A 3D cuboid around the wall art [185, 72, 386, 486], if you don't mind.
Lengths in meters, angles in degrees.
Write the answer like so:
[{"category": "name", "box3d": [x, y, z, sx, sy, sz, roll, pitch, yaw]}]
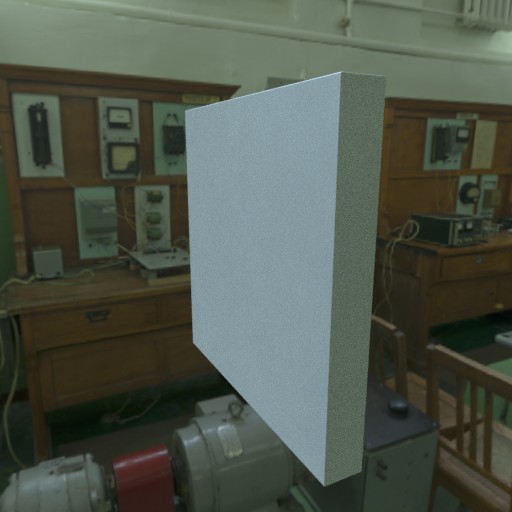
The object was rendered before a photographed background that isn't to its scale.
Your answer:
[{"category": "wall art", "box3d": [0.000, 0.000, 0.453, 0.038, 0.305, 0.305, -7, 15, -27]}]
